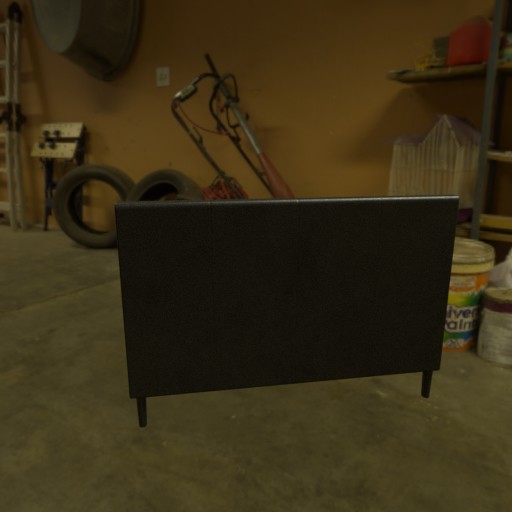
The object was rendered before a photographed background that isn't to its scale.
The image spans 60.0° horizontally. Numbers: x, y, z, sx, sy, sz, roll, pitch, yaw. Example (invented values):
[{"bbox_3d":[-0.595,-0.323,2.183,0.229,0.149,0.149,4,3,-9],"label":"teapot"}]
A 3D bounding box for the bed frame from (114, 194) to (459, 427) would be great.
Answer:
[{"bbox_3d":[0.000,0.000,3.277,1.634,1.127,2.318,-2,15,-9],"label":"bed frame"}]
